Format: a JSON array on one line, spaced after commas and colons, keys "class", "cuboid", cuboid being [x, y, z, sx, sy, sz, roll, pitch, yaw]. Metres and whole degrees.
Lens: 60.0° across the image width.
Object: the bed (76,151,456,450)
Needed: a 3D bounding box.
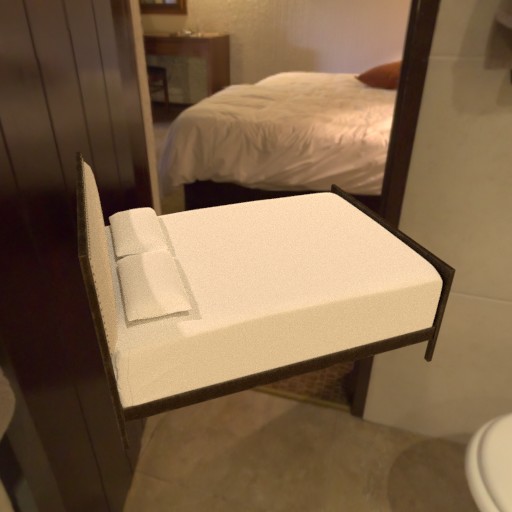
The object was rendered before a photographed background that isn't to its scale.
[{"class": "bed", "cuboid": [0.000, 0.000, 3.236, 2.221, 1.313, 1.607, -10, 32, -17]}]
